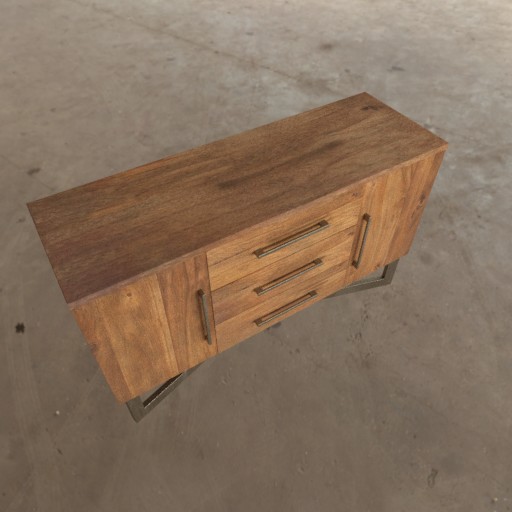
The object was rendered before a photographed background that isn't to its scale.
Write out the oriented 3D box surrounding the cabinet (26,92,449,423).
[{"bbox_3d":[0.000,0.000,1.772,1.373,0.812,0.480,-24,52,-21],"label":"cabinet"}]
